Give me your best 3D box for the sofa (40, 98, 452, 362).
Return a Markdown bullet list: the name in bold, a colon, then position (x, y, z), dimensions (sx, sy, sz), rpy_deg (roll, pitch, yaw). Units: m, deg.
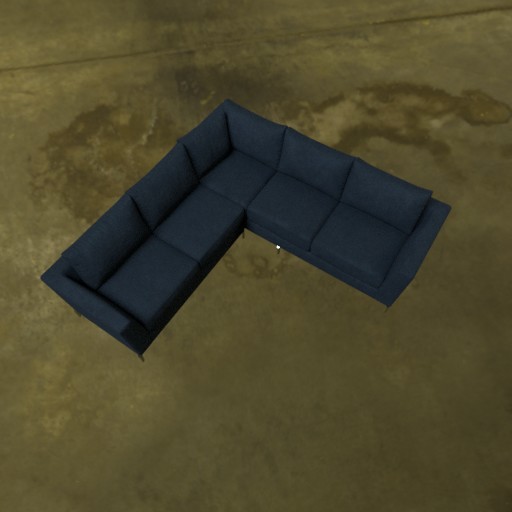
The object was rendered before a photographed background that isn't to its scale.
- **sofa**: position (0.000, 0.000, 3.877), dimensions (2.463, 0.988, 2.472), rpy_deg (29, 63, 17)
